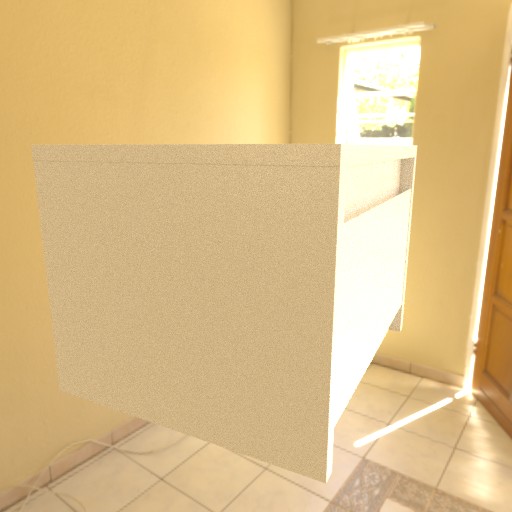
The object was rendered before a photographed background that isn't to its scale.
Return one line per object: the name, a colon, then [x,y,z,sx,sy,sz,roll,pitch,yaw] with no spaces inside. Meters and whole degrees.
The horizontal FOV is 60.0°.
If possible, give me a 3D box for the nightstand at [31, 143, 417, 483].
nightstand: [0.000,0.000,0.723,0.408,0.351,0.470,7,15,26]
